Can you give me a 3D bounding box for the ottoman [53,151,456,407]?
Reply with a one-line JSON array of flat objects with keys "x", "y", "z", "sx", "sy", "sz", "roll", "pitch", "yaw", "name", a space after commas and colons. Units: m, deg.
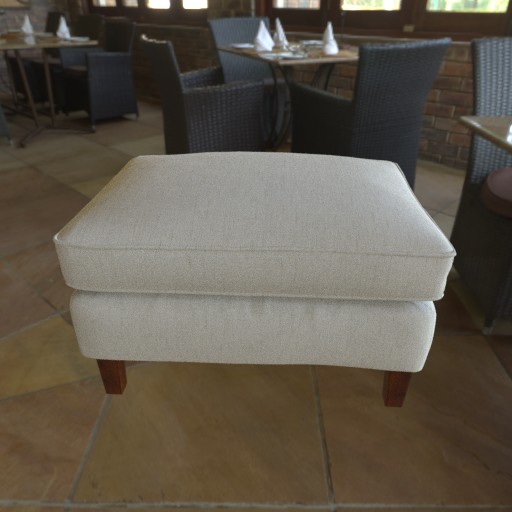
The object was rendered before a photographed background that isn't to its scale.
[{"x": 0.000, "y": 0.000, "z": 0.964, "sx": 0.665, "sy": 0.406, "sz": 0.501, "roll": 2, "pitch": 30, "yaw": 3, "name": "ottoman"}]
